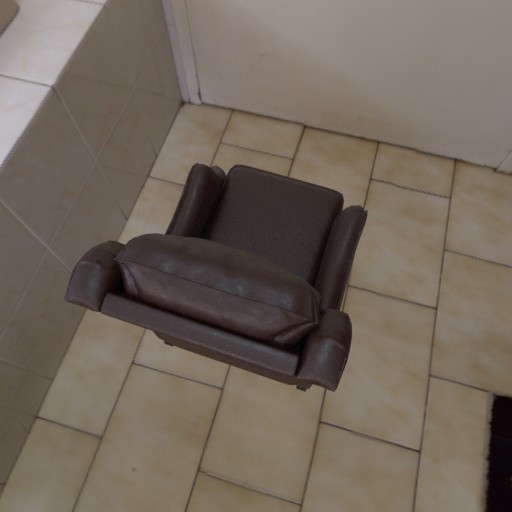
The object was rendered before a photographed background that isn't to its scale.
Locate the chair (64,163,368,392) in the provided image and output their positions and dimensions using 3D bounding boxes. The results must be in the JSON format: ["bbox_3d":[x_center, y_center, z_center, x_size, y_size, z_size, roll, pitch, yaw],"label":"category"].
[{"bbox_3d":[0.000,0.000,1.733,0.770,1.132,0.982,17,66,8],"label":"chair"}]
